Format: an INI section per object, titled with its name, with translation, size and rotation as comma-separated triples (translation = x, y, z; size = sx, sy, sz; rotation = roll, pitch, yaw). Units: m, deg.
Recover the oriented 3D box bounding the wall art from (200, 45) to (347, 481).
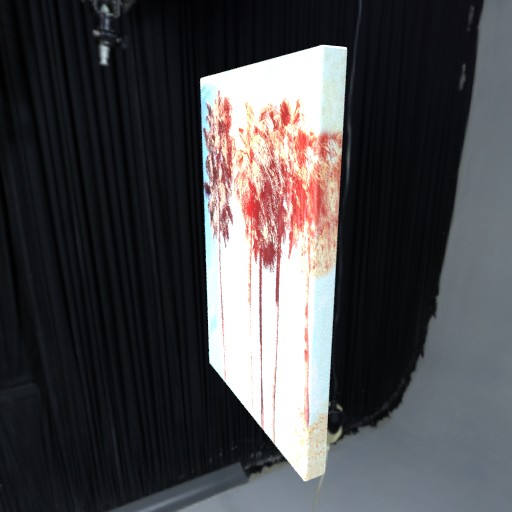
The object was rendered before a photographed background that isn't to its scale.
[wall art]
translation = 0.000, 0.000, 0.768
size = 0.038, 0.610, 0.401
rotation = -8, 18, -26
